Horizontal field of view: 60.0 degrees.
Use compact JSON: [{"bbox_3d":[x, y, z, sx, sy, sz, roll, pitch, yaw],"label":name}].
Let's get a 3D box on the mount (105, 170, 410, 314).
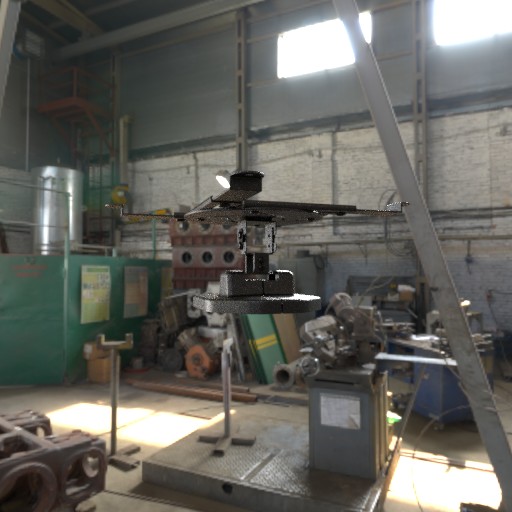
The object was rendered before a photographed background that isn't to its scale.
[{"bbox_3d":[0.000,0.000,0.609,0.394,0.141,0.394,1,-2,-19],"label":"mount"}]
